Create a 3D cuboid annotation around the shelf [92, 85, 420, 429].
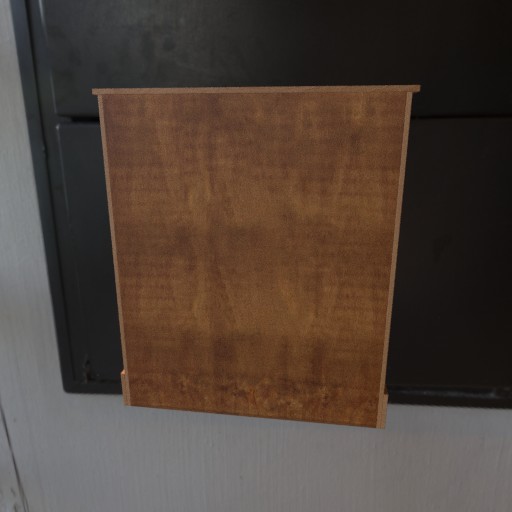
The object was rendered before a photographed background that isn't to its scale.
[{"bbox_3d":[0.000,0.000,1.402,0.840,0.980,0.291,2,17,8],"label":"shelf"}]
